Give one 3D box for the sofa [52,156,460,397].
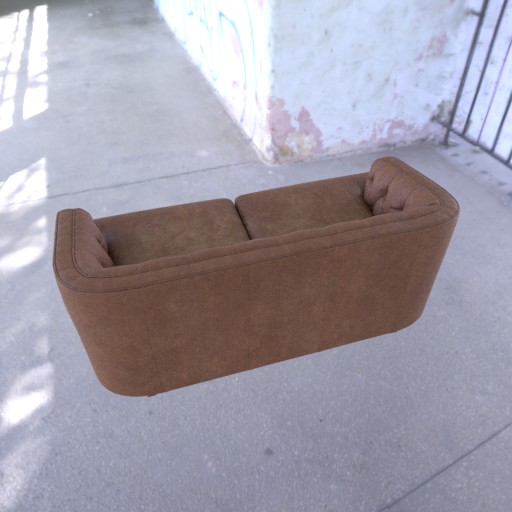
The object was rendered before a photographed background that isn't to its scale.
[{"bbox_3d":[0.000,0.000,2.193,1.755,0.786,0.914,-12,43,-13],"label":"sofa"}]
